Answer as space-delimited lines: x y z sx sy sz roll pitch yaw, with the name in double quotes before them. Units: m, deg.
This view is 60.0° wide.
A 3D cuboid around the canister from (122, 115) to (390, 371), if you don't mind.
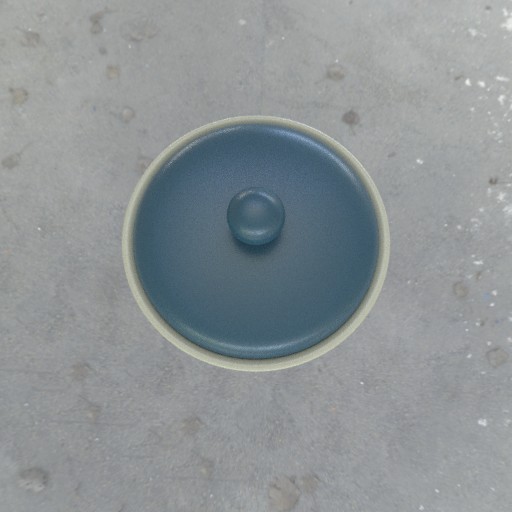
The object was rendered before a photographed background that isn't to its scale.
"canister" 0.000 0.000 0.356 0.181 0.211 0.181 0 75 0
